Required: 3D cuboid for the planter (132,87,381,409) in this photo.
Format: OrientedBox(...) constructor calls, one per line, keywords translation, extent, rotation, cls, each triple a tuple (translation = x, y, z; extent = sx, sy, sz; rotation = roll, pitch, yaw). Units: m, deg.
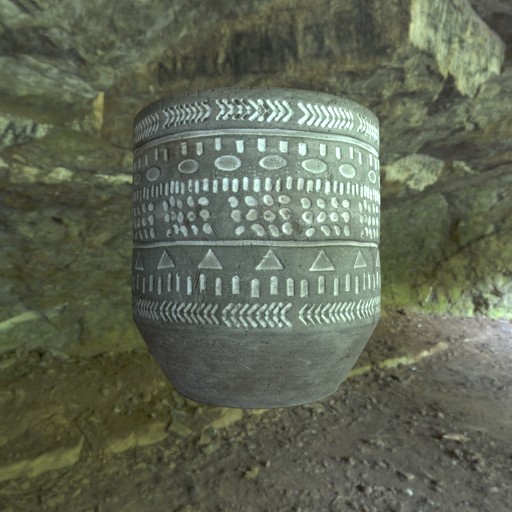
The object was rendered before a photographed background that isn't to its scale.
OrientedBox(translation=(0.000, 0.000, 0.263), extent=(0.142, 0.149, 0.142), rotation=(0, 0, 0), cls="planter")
